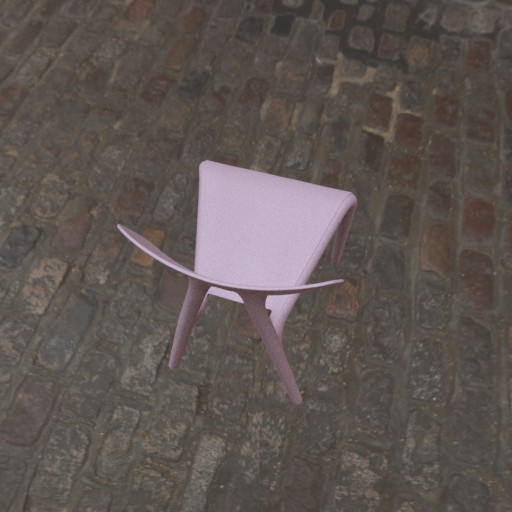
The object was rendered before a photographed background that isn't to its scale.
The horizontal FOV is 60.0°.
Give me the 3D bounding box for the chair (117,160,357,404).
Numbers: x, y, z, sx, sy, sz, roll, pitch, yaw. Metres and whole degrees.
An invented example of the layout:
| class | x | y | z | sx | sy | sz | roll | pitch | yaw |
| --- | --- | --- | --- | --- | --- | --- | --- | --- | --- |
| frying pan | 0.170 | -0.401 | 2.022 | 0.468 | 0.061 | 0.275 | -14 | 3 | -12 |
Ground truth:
| class | x | y | z | sx | sy | sz | roll | pitch | yaw |
| --- | --- | --- | --- | --- | --- | --- | --- | --- | --- |
| chair | 0.000 | 0.000 | 0.843 | 0.356 | 0.580 | 0.401 | 14 | 65 | 7 |
